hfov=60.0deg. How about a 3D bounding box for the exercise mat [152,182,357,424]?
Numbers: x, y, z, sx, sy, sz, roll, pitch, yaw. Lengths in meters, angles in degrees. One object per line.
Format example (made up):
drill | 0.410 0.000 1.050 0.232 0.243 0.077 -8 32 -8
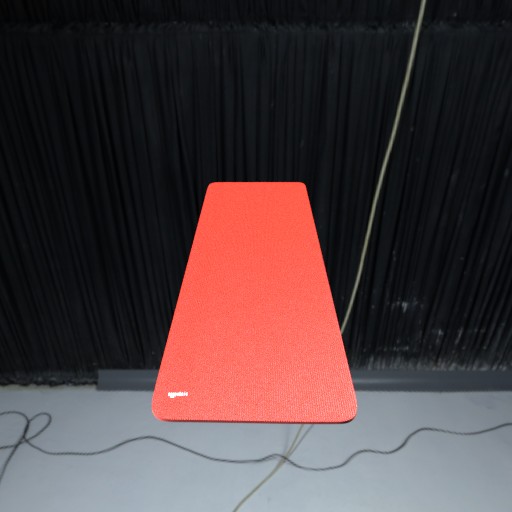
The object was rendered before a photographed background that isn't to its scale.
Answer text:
exercise mat | 0.000 0.000 2.079 0.616 0.021 1.869 0 31 0
